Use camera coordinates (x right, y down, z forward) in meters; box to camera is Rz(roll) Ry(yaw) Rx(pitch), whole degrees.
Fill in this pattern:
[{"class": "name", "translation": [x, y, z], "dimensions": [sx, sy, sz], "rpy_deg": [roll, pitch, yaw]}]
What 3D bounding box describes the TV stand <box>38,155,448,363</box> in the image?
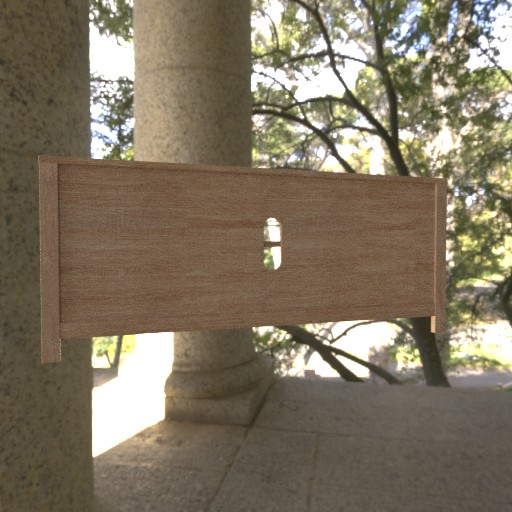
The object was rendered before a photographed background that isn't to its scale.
[{"class": "TV stand", "translation": [0.000, 0.000, 1.717], "dimensions": [1.466, 0.610, 0.398], "rpy_deg": [-1, 2, -18]}]
